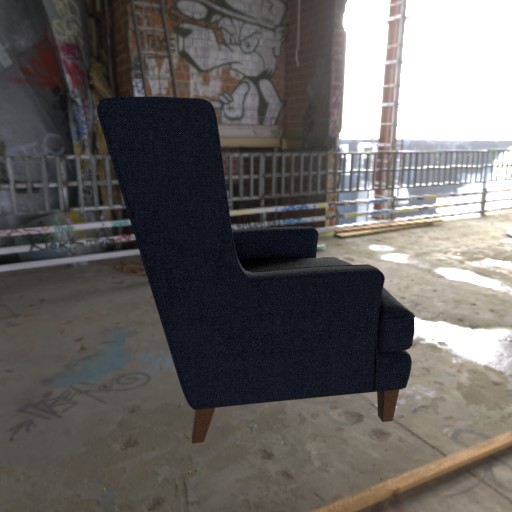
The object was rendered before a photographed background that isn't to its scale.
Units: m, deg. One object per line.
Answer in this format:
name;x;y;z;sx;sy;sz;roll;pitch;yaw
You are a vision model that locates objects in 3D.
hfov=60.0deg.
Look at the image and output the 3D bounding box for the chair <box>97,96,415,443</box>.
chair;0.000;0.000;1.682;0.947;1.072;0.764;-3;15;-10
